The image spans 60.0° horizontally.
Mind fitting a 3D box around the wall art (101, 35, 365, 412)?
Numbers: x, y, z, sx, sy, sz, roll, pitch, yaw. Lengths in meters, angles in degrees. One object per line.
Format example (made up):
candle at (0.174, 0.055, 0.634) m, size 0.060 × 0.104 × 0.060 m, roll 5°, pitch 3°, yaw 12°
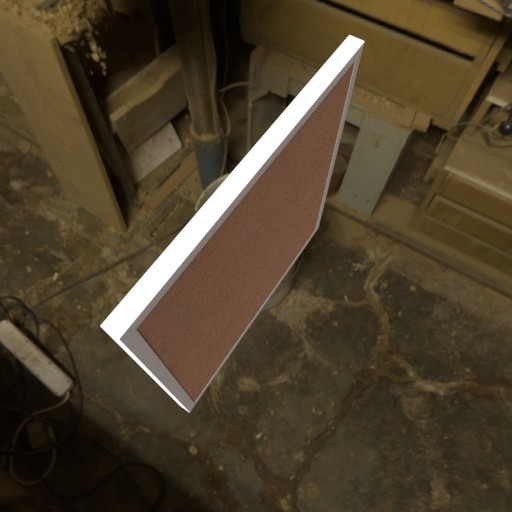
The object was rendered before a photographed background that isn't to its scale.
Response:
wall art at (0.000, 0.000, 1.119) m, size 0.036 × 0.760 × 0.760 m, roll 31°, pitch 67°, yaw 15°
